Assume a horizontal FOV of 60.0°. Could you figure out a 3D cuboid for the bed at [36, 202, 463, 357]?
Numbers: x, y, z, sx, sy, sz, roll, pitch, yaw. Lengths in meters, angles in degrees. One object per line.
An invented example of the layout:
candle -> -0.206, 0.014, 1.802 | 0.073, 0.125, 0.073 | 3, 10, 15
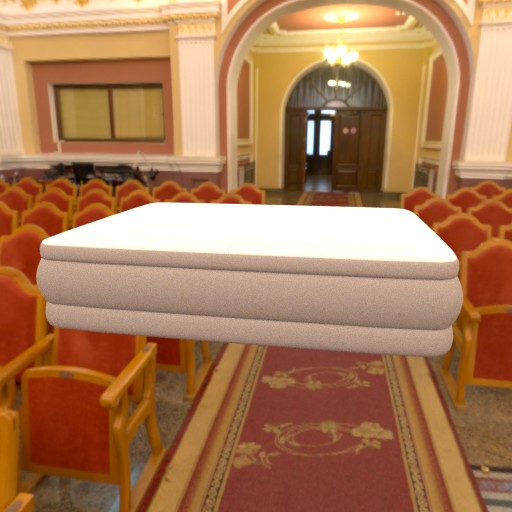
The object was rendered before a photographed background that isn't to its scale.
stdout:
bed -> 0.000, 0.000, 2.659 | 2.036, 0.460, 1.520 | 3, 15, 10
